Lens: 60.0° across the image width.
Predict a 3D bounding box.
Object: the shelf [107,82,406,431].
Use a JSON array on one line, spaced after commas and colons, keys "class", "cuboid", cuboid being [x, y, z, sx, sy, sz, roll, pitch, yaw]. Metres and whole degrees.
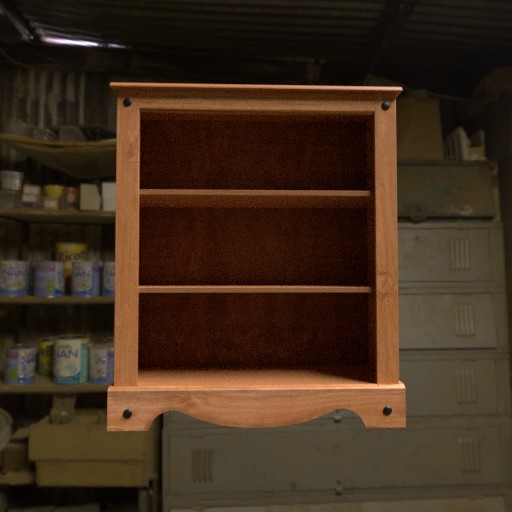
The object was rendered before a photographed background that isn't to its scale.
[{"class": "shelf", "cuboid": [0.000, 0.000, 1.398, 0.840, 0.980, 0.291, 0, -2, -2]}]
